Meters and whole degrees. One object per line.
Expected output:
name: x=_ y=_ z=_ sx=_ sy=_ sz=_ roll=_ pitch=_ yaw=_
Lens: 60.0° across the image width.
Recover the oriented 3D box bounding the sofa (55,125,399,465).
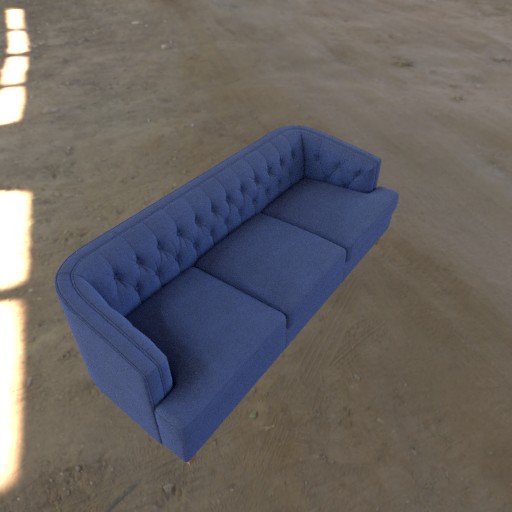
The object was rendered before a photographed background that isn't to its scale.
sofa: x=0.000 y=0.000 z=2.694 sx=0.914 sy=0.787 sz=2.235 roll=25 pitch=46 yaw=27
